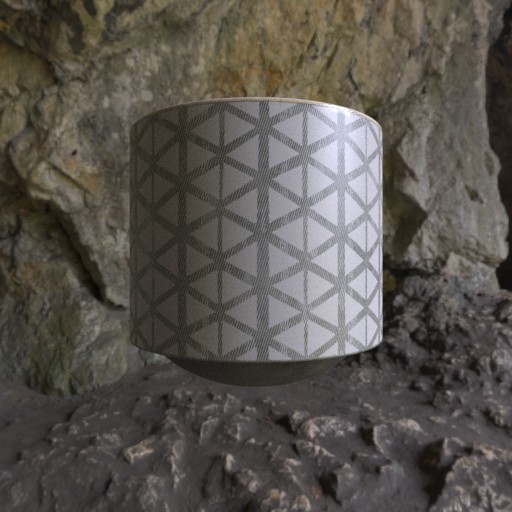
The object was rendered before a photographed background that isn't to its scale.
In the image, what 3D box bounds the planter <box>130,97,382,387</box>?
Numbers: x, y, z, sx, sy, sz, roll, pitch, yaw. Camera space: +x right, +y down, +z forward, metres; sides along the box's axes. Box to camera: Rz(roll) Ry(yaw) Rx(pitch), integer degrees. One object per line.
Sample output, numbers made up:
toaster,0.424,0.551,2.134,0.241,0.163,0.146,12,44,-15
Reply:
planter,0.000,0.000,0.347,0.190,0.181,0.190,0,0,0
